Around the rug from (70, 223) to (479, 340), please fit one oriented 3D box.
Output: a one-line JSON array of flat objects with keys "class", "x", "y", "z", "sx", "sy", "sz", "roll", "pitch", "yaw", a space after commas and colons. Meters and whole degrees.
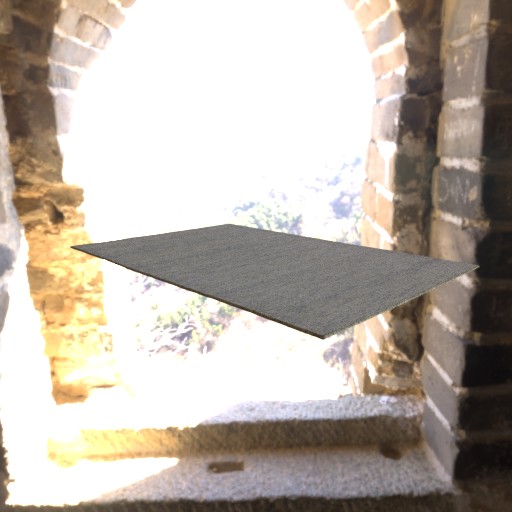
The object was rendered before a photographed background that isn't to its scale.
[{"class": "rug", "x": 0.000, "y": 0.000, "z": 2.896, "sx": 1.523, "sy": 0.017, "sz": 2.263, "roll": -12, "pitch": 18, "yaw": -43}]
